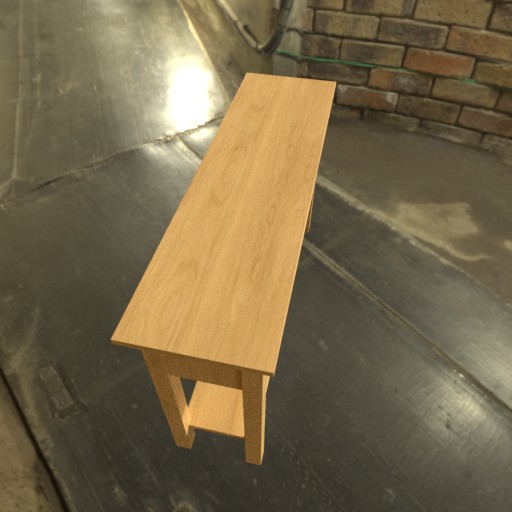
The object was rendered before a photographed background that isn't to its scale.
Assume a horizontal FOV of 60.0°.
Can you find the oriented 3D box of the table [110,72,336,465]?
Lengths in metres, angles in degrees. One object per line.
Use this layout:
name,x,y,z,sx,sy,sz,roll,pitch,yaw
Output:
table,0.000,0.000,1.579,0.350,0.730,1.240,9,49,8
